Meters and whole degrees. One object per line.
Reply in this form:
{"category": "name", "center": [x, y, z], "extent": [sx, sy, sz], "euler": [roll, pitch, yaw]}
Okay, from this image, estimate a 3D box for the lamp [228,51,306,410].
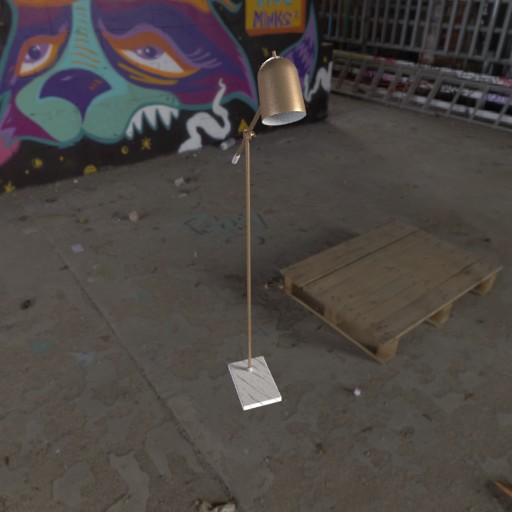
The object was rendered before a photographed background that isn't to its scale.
{"category": "lamp", "center": [0.000, 0.000, 1.835], "extent": [0.194, 1.594, 0.653], "euler": [-9, 33, -15]}
